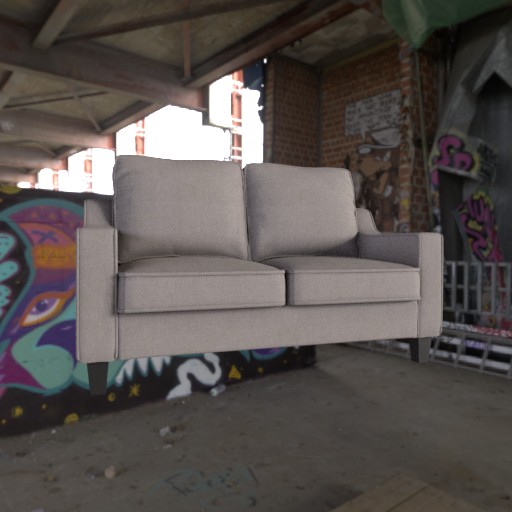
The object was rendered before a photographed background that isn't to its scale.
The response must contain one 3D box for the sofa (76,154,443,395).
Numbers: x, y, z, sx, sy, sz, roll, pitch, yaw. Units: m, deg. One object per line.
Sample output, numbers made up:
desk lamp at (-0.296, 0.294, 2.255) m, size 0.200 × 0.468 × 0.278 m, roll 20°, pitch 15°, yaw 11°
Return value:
sofa at (0.000, 0.000, 2.041) m, size 1.500 × 0.948 × 0.791 m, roll 0°, pitch 1°, yaw -19°
